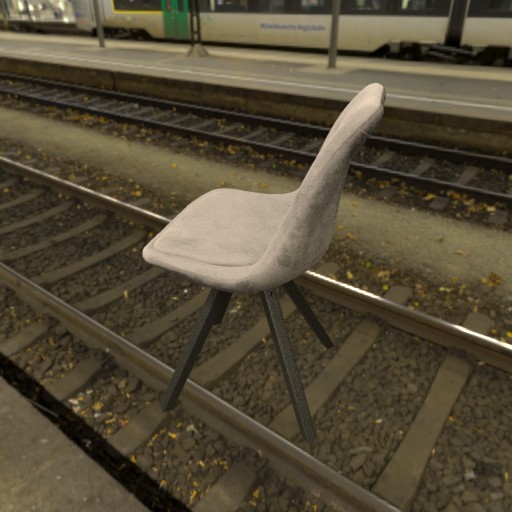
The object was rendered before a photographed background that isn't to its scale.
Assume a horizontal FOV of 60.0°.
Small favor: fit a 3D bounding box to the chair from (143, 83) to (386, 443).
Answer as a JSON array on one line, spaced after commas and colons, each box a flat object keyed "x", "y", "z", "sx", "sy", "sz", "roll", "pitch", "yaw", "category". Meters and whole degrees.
[{"x": 0.000, "y": 0.000, "z": 1.177, "sx": 0.550, "sy": 0.850, "sz": 0.485, "roll": 8, "pitch": 31, "yaw": 14, "category": "chair"}]
